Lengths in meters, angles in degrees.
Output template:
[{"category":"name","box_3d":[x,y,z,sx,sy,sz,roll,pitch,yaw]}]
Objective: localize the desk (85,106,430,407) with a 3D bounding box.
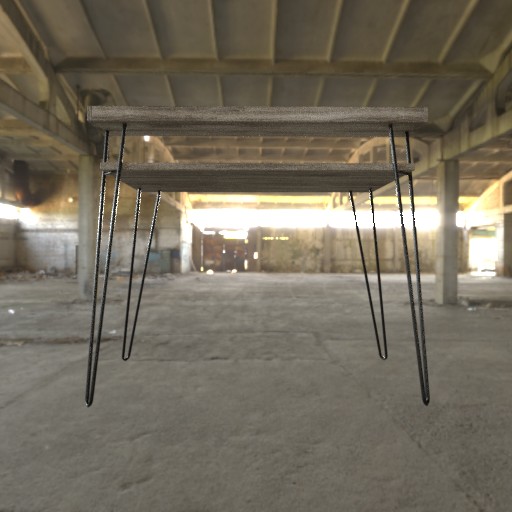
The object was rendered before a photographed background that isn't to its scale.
[{"category":"desk","box_3d":[0.000,0.000,1.615,1.135,0.899,0.605,0,0,-1]}]
